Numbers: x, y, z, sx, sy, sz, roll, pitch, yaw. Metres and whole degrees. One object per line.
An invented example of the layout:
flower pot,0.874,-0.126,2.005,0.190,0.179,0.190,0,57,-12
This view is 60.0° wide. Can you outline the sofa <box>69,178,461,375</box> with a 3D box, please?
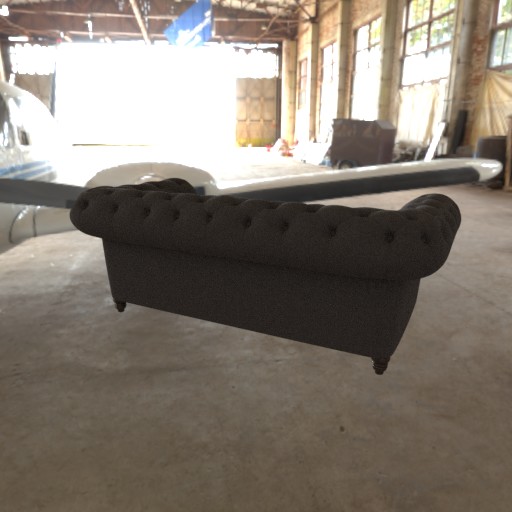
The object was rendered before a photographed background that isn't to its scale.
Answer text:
sofa,0.000,0.000,2.476,1.998,0.764,0.986,8,18,26
